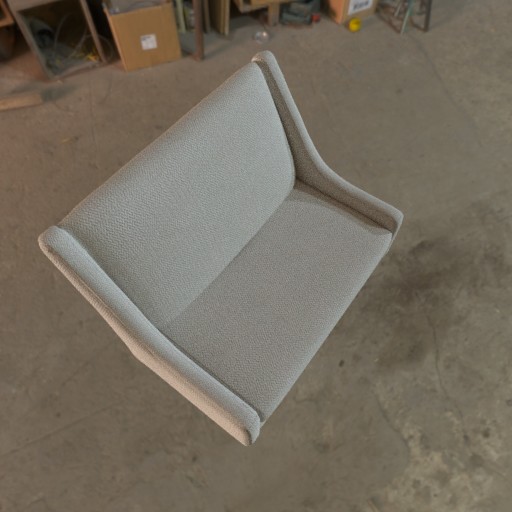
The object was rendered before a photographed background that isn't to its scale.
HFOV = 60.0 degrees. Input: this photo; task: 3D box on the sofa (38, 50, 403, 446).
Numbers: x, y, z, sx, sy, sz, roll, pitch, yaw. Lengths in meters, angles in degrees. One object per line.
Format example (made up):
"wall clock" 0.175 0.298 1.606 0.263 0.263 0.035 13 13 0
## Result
"sofa" 0.000 0.000 1.942 0.870 1.022 1.242 33 65 18
